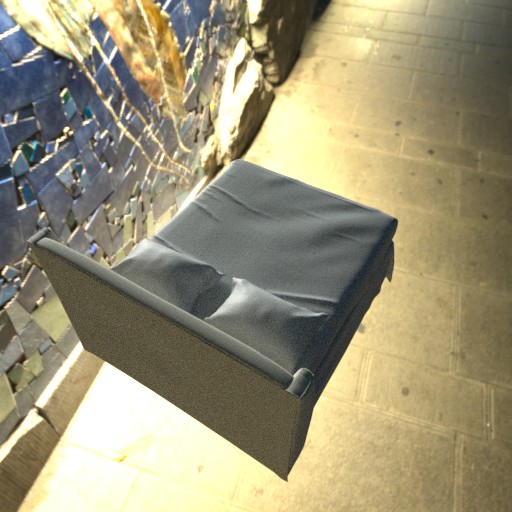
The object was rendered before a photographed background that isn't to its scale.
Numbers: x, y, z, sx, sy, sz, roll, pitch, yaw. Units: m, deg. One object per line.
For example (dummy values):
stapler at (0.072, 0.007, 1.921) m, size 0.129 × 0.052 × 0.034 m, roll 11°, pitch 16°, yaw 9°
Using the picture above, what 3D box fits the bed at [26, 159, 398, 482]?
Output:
bed at (0.000, 0.000, 3.460) m, size 1.925 × 1.332 × 2.276 m, roll 25°, pitch 53°, yaw 21°
